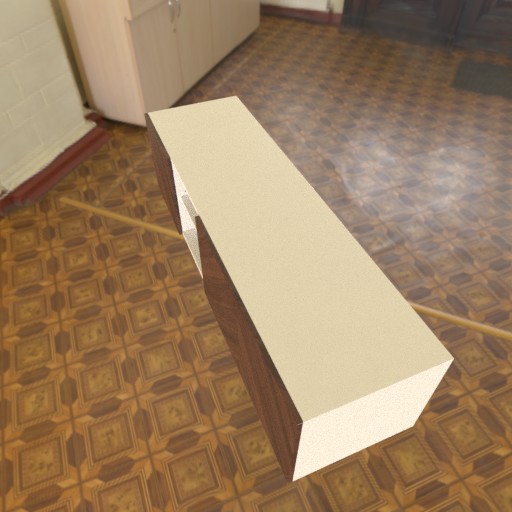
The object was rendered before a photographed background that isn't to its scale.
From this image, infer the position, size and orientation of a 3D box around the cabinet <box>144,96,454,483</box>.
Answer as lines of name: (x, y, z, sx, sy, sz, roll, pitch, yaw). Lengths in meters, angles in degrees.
cabinet: (0.000, 0.000, 1.705, 0.431, 0.533, 1.499, -17, 48, -16)
